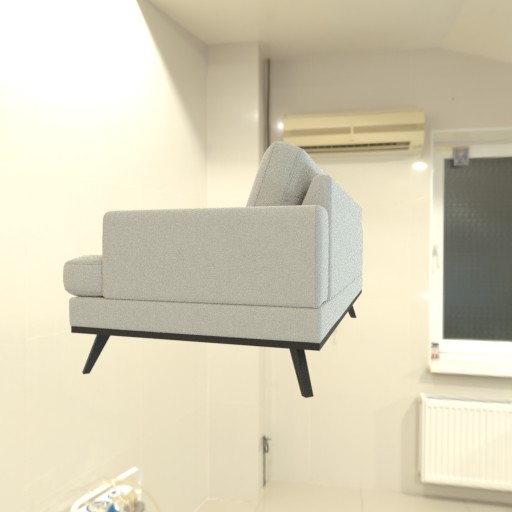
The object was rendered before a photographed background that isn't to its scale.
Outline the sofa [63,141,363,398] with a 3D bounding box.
[{"bbox_3d":[0.000,0.000,2.185,0.920,0.810,1.650,0,2,18],"label":"sofa"}]
